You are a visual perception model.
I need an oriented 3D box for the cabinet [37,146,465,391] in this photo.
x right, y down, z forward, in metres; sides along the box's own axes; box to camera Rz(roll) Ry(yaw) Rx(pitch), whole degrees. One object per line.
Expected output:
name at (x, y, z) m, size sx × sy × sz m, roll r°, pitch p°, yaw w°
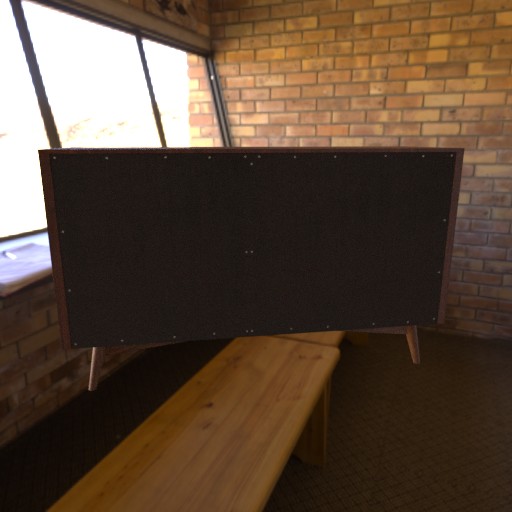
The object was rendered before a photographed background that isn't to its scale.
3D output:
cabinet at (0.000, 0.000, 1.977) m, size 1.575 × 0.940 × 0.505 m, roll -2°, pitch 15°, yaw -9°
